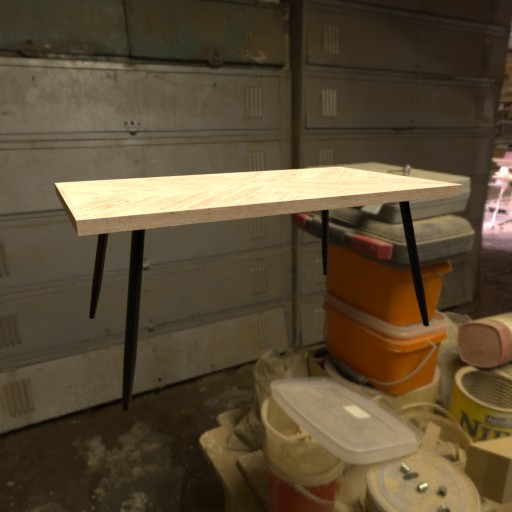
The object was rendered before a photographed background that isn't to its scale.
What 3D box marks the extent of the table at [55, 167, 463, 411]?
[{"bbox_3d":[0.000,0.000,2.347,1.803,0.762,0.991,-9,19,-26],"label":"table"}]
